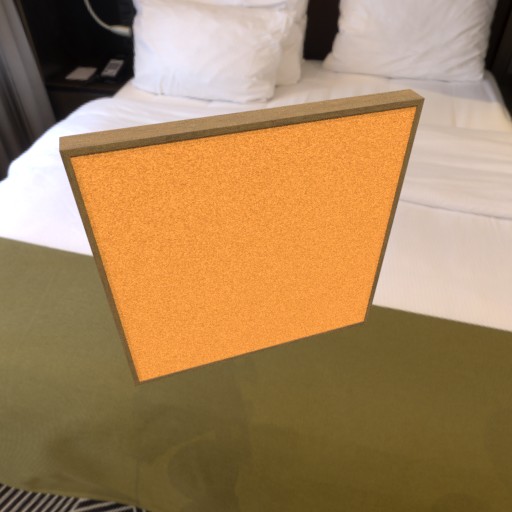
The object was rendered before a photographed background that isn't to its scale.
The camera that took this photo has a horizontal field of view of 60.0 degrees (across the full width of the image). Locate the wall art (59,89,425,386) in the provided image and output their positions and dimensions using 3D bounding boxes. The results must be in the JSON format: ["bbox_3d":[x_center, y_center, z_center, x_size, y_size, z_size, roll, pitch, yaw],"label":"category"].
[{"bbox_3d":[0.000,0.000,0.769,0.507,0.507,0.037,-12,43,-14],"label":"wall art"}]
